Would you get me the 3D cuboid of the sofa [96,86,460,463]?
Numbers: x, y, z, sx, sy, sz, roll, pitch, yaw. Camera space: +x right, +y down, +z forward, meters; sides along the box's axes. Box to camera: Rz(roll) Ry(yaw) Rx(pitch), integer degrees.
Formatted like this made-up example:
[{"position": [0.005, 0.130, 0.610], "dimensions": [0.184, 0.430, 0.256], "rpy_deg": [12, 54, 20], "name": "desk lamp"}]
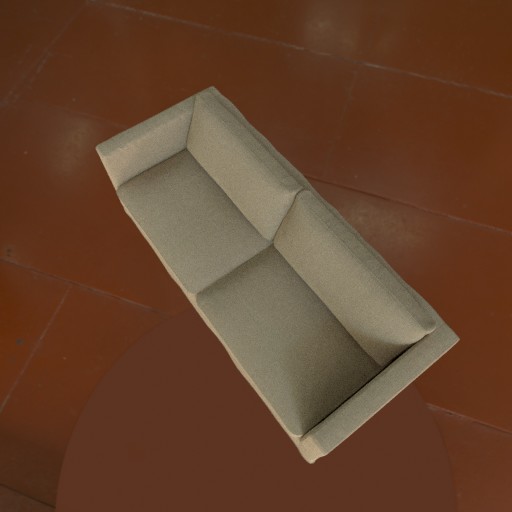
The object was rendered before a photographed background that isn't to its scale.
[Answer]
[{"position": [0.000, 0.000, 2.797], "dimensions": [0.956, 0.847, 2.296], "rpy_deg": [-34, 68, -16], "name": "sofa"}]
